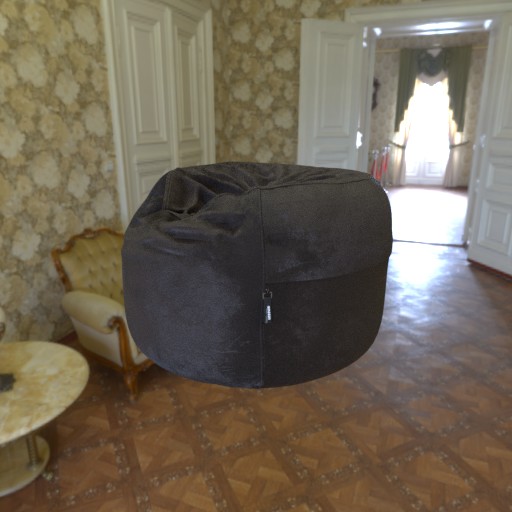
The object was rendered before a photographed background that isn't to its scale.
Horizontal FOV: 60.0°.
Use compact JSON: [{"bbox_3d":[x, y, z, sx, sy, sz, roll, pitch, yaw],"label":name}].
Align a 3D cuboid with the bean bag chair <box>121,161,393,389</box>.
[{"bbox_3d":[0.000,0.000,1.565,0.918,0.605,0.918,0,16,0],"label":"bean bag chair"}]
